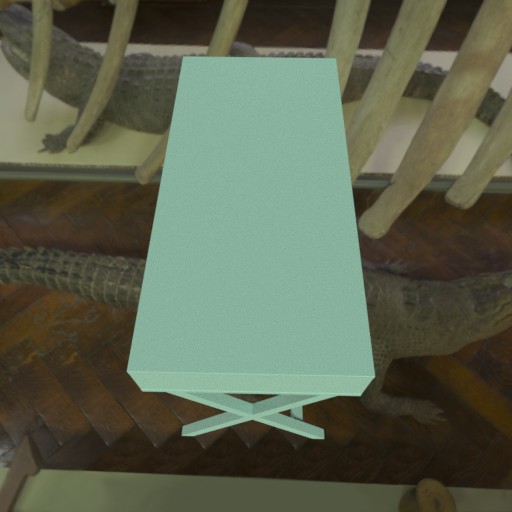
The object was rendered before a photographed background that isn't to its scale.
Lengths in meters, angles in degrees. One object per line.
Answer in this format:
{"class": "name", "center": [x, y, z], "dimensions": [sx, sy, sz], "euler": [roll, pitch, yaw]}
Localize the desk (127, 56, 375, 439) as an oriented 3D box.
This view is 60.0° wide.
{"class": "desk", "center": [0.000, 0.000, 1.510], "dimensions": [0.509, 0.780, 1.059], "euler": [1, 58, 1]}
